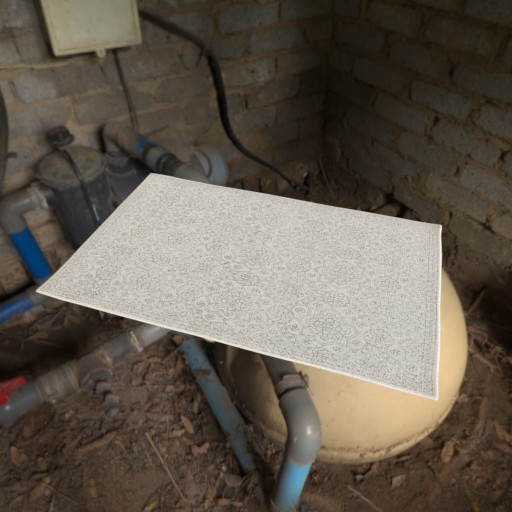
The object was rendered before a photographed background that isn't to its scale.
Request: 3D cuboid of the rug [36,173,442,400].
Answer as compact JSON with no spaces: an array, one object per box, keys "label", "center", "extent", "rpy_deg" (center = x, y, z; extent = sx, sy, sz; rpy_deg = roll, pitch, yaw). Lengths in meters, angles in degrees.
[{"label":"rug","center":[0.000,0.000,2.440],"extent":[1.947,0.023,1.214],"rpy_deg":[12,43,13]}]
